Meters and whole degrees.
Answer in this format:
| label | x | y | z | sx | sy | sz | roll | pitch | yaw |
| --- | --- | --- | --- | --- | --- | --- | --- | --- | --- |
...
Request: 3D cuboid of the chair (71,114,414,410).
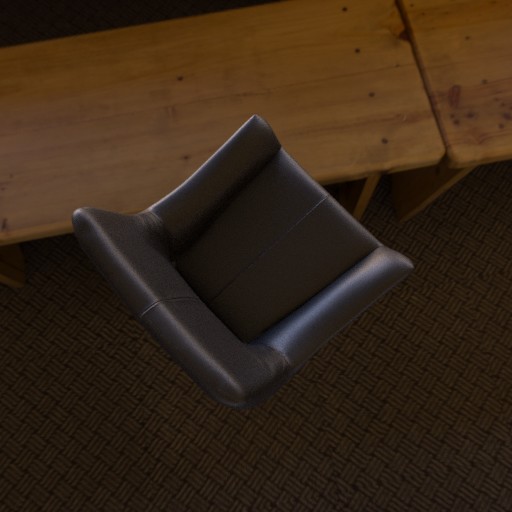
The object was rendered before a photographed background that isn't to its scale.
| label | x | y | z | sx | sy | sz | roll | pitch | yaw |
| --- | --- | --- | --- | --- | --- | --- | --- | --- | --- |
| chair | 0.000 | 0.000 | 1.587 | 0.826 | 0.922 | 0.836 | -42 | 79 | -10 |
